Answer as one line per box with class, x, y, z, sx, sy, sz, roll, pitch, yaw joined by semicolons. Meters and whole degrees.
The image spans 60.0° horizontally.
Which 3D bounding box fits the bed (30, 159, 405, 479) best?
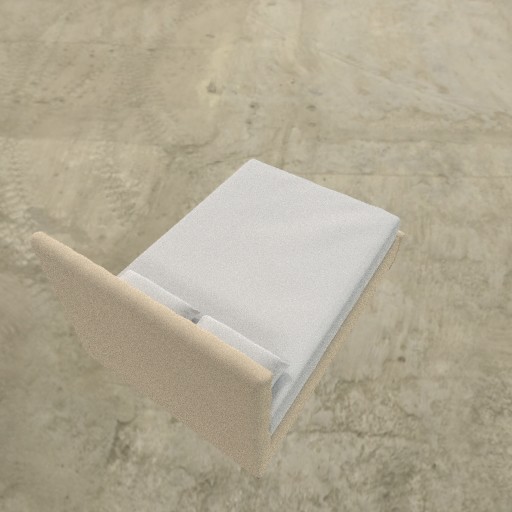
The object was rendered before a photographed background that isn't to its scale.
bed;0.000;0.000;3.472;1.698;1.427;2.387;27;53;22
